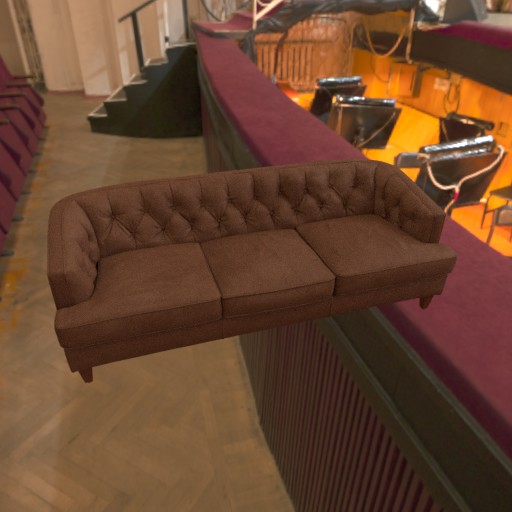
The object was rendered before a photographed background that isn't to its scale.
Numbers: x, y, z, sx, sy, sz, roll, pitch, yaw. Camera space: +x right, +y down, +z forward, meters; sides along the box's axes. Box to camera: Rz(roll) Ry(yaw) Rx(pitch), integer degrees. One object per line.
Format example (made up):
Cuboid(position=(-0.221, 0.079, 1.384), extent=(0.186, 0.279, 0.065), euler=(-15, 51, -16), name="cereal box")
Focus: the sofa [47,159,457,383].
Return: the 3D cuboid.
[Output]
Cuboid(position=(0.000, 0.000, 2.677), extent=(2.227, 0.787, 0.927), euler=(-9, 33, -15), name="sofa")
